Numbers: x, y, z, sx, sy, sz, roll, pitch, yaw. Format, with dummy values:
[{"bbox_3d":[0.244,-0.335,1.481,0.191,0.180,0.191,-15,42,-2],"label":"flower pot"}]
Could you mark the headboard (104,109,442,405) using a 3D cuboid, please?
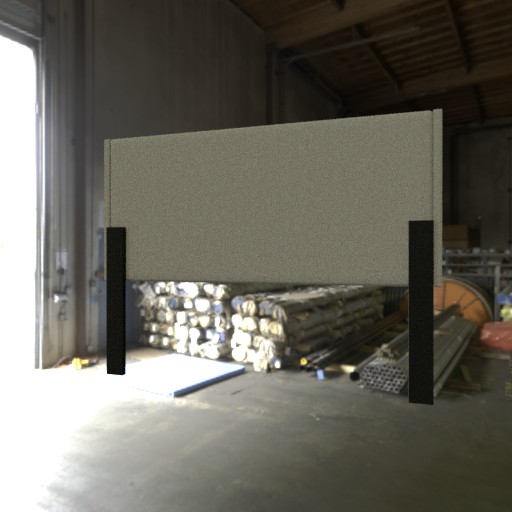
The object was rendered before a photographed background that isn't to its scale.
[{"bbox_3d":[0.000,0.000,2.646,2.051,1.524,0.184,0,0,17],"label":"headboard"}]
